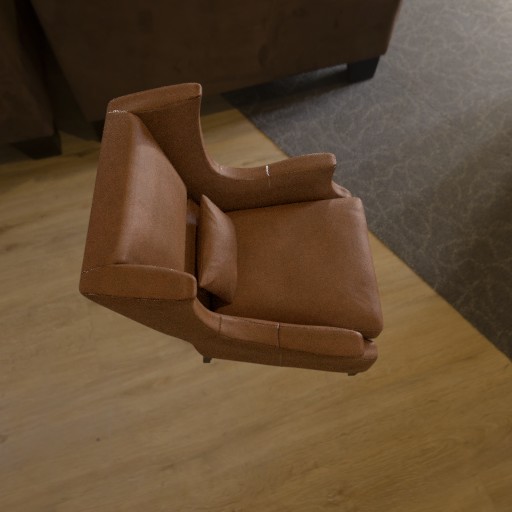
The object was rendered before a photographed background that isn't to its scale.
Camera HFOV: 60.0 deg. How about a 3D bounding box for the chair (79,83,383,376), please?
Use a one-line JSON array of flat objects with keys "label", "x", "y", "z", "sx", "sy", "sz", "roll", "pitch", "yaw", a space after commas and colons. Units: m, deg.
[{"label": "chair", "x": 0.000, "y": 0.000, "z": 1.694, "sx": 0.925, "sy": 1.016, "sz": 0.852, "roll": -2, "pitch": 63, "yaw": -1}]
